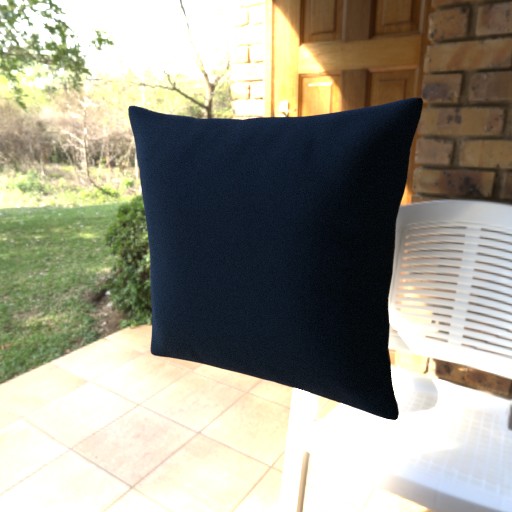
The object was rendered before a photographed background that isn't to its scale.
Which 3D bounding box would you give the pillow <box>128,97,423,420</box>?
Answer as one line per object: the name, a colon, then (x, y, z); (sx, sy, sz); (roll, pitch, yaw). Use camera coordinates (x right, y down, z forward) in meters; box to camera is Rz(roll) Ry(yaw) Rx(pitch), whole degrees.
pillow: (0.000, 0.000, 0.776); (0.523, 0.510, 0.166); (8, 18, 26)
